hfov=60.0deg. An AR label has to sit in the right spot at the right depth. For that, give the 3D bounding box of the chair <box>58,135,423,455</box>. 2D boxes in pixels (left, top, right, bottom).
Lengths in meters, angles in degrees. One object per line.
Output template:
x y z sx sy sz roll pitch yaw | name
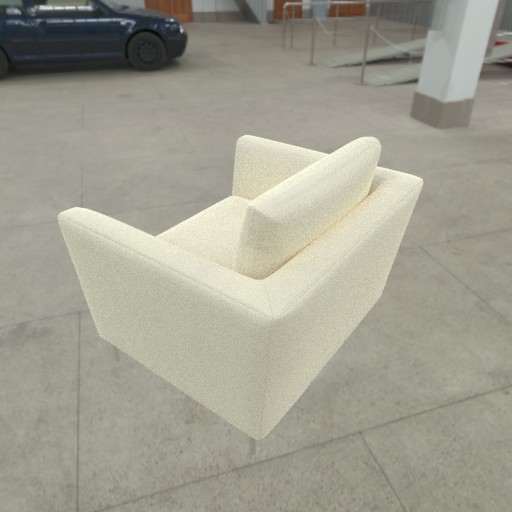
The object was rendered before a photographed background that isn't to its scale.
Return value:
0.000 0.000 1.713 0.889 0.865 1.041 22 39 30 | chair
